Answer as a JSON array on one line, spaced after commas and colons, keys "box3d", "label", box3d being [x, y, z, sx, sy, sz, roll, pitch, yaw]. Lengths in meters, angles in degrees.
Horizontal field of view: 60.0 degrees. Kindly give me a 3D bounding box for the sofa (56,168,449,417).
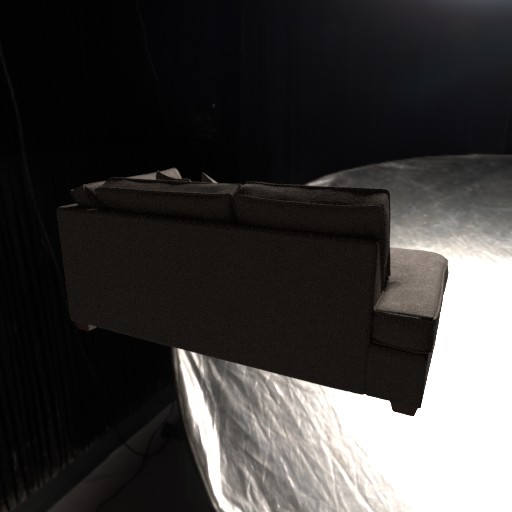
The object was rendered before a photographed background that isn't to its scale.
[{"box3d": [0.000, 0.000, 2.807, 2.237, 1.033, 1.110, 8, 18, 25], "label": "sofa"}]
